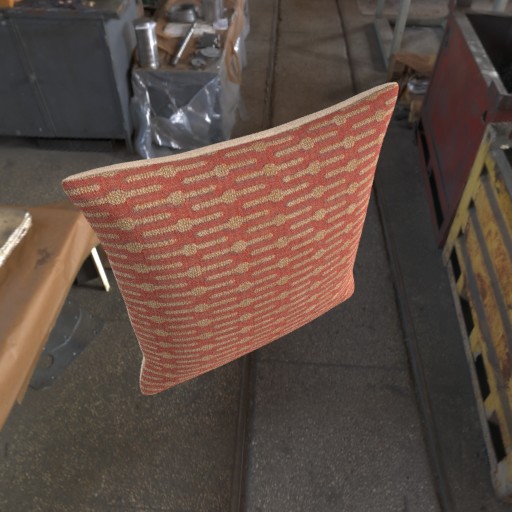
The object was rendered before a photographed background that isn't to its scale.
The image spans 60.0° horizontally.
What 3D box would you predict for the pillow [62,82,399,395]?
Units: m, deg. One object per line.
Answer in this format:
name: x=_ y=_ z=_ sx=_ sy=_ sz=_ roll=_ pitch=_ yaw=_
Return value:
pillow: x=0.000 y=0.000 z=0.765 sx=0.511 sy=0.503 sz=0.182 roll=-23 pitch=51 yaw=-20
